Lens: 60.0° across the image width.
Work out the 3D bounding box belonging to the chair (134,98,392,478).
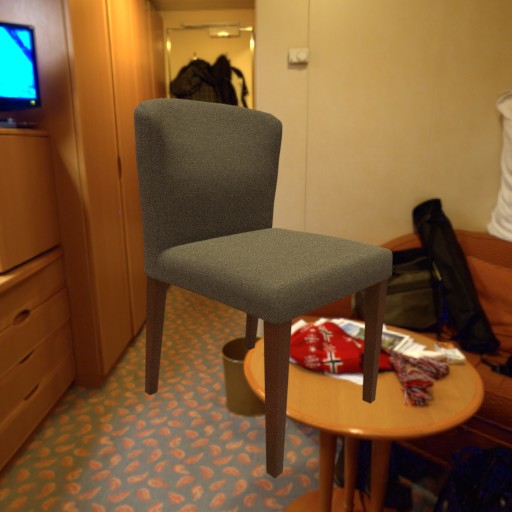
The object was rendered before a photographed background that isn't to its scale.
[{"bbox_3d":[0.000,0.000,1.203,0.589,0.839,0.491,13,19,42],"label":"chair"}]
